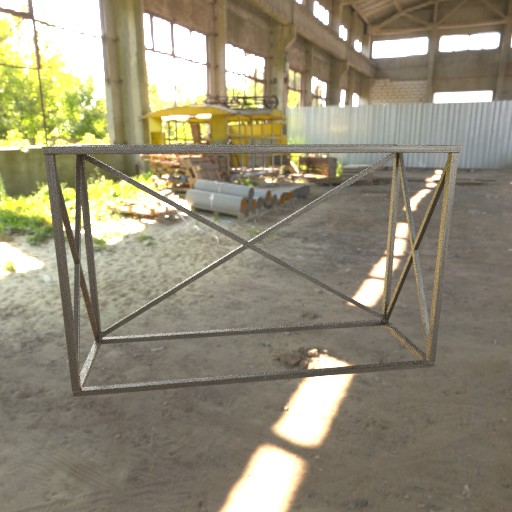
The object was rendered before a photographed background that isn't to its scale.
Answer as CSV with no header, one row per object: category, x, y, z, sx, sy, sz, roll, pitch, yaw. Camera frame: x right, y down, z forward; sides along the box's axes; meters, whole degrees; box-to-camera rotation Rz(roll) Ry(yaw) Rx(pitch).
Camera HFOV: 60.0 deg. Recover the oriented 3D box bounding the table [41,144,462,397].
table,0.000,0.000,1.553,1.216,0.753,0.402,-2,15,-9
